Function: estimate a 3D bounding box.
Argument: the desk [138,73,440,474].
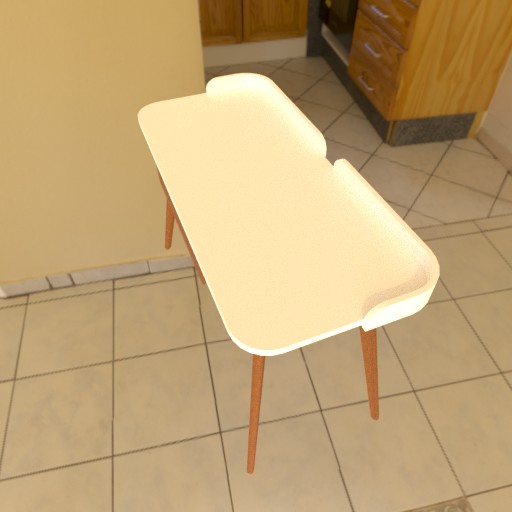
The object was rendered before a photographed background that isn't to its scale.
[{"bbox_3d":[0.000,0.000,1.634,0.534,0.807,1.206,-16,49,-15],"label":"desk"}]
